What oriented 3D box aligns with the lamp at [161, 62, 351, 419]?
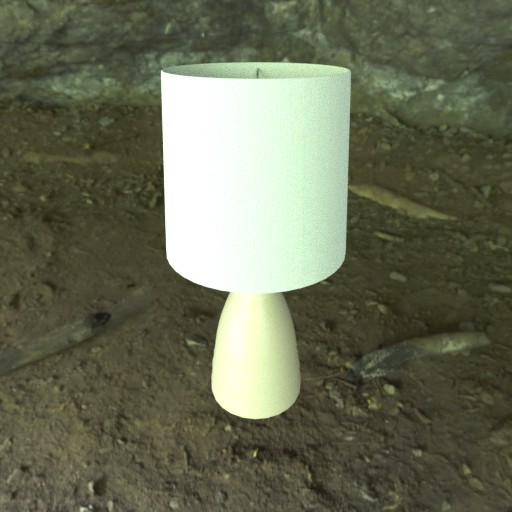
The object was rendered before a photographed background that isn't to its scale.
[{"bbox_3d":[0.000,0.000,0.474,0.186,0.369,0.186,0,27,0],"label":"lamp"}]
